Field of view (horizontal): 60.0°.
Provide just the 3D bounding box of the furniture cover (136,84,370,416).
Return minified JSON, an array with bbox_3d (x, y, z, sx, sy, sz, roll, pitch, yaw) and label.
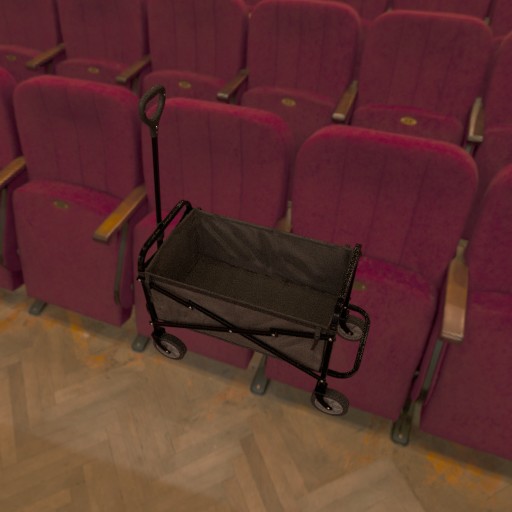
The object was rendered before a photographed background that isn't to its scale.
[{"bbox_3d":[0.000,0.000,1.829,1.038,1.295,0.532,15,47,15],"label":"furniture cover"}]
